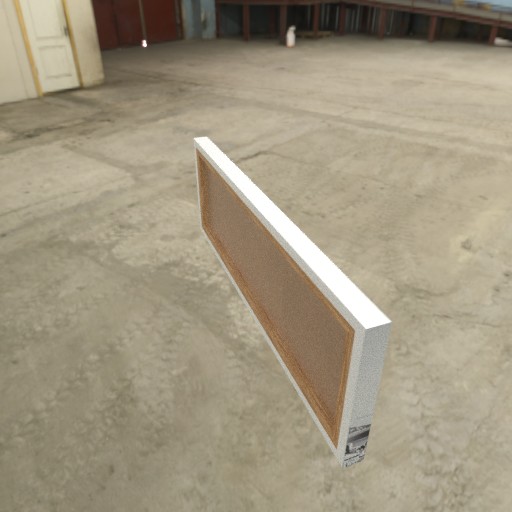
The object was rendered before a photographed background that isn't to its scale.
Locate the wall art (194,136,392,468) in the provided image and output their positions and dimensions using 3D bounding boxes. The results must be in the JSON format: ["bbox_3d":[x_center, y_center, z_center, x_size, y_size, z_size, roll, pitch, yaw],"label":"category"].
[{"bbox_3d":[0.000,0.000,0.867,0.036,0.256,0.766,-11,33,-18],"label":"wall art"}]
